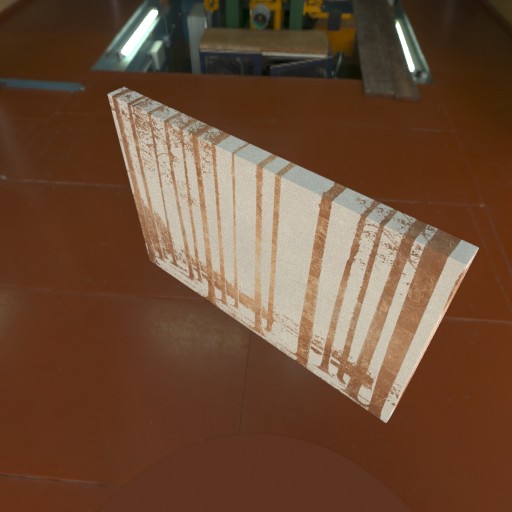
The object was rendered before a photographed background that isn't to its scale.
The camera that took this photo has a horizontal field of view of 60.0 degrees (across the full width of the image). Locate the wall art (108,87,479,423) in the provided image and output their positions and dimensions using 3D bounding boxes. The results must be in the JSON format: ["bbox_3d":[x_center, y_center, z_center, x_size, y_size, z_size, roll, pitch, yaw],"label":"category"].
[{"bbox_3d":[0.000,0.000,0.761,0.609,0.405,0.035,31,54,26],"label":"wall art"}]
